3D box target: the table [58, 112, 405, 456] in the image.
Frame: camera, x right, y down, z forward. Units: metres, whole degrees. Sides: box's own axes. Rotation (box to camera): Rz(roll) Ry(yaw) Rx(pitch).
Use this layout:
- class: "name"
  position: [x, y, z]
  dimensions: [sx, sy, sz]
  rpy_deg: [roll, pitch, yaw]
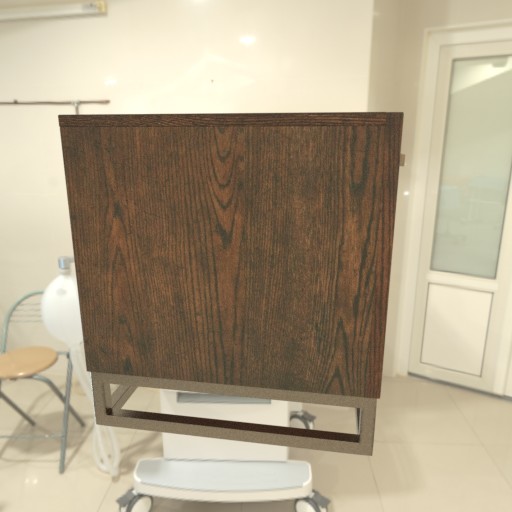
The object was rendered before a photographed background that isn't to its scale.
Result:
- class: "table"
  position: [0.000, 0.000, 0.987]
  dimensions: [0.566, 0.582, 0.506]
  rpy_deg: [3, 15, 9]
